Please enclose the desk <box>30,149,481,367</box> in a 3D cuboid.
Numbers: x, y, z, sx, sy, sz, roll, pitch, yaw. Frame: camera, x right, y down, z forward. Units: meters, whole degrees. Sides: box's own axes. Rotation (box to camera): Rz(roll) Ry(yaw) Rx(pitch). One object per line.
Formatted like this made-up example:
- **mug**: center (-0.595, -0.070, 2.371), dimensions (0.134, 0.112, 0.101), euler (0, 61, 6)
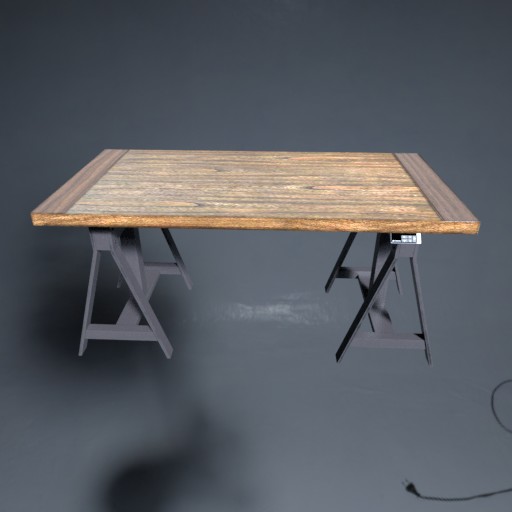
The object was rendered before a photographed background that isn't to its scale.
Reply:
- **desk**: center (0.000, 0.000, 1.997), dimensions (1.543, 0.725, 0.784), euler (1, 30, 2)
